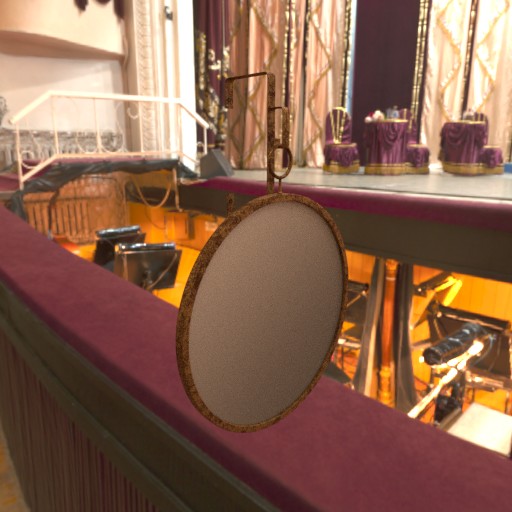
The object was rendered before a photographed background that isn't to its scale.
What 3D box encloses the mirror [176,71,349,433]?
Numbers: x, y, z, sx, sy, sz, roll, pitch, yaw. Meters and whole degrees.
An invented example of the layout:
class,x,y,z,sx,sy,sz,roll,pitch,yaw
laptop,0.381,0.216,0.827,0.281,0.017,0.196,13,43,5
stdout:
class,x,y,z,sx,sy,sz,roll,pitch,yaw
mirror,0.000,0.000,0.847,0.144,0.651,0.447,13,19,43
